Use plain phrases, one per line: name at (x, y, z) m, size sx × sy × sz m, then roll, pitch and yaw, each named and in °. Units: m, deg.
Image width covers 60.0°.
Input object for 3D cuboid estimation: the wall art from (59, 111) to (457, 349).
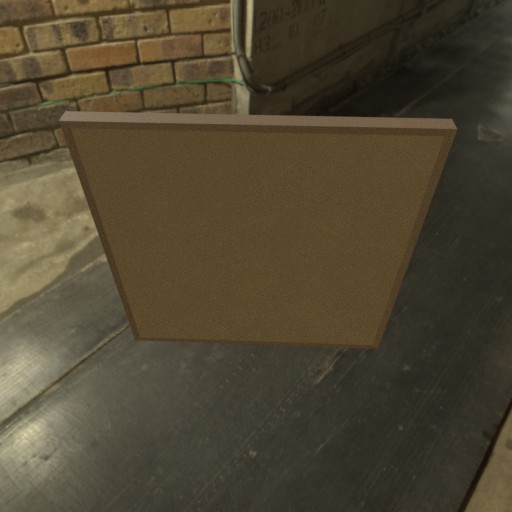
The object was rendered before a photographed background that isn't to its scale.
wall art at (0.000, 0.000, 1.132) m, size 0.761 × 0.758 × 0.038 m, roll 2°, pitch 46°, yaw 2°
